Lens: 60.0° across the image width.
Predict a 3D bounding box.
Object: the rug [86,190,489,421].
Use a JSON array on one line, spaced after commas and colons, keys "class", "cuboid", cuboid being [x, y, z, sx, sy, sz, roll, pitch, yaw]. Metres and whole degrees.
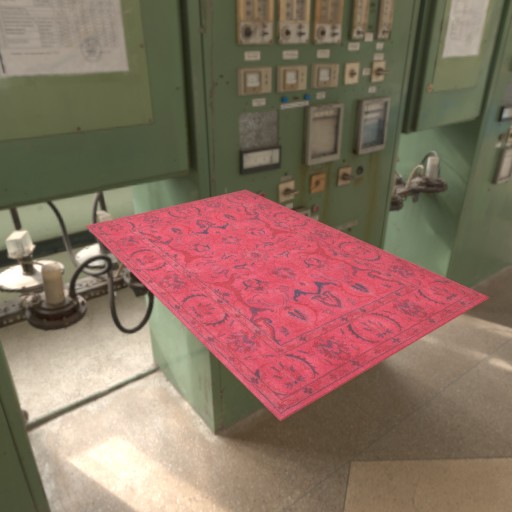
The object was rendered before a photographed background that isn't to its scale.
[{"class": "rug", "cuboid": [0.000, 0.000, 3.000, 1.534, 0.010, 2.423, -18, 32, -32]}]
